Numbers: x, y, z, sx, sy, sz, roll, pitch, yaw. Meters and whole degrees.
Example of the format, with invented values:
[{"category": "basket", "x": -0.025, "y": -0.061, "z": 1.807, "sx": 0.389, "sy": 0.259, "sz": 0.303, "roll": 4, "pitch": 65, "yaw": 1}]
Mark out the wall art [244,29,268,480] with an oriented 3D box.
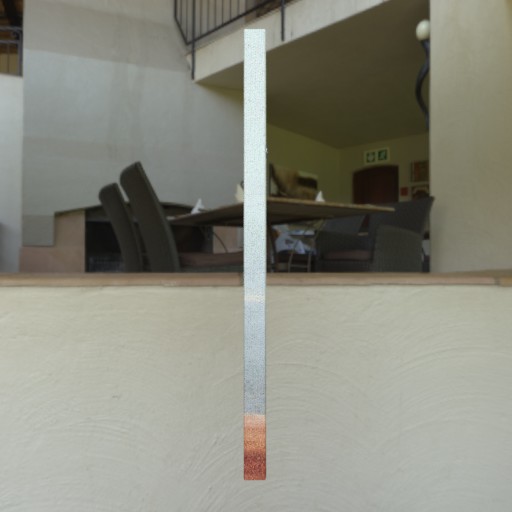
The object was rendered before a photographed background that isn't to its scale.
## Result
[{"category": "wall art", "x": 0.000, "y": 0.000, "z": 0.600, "sx": 0.023, "sy": 0.405, "sz": 0.405, "roll": 0, "pitch": -1, "yaw": 0}]
